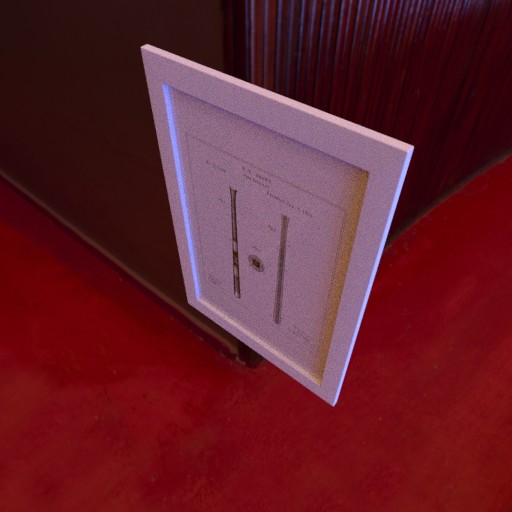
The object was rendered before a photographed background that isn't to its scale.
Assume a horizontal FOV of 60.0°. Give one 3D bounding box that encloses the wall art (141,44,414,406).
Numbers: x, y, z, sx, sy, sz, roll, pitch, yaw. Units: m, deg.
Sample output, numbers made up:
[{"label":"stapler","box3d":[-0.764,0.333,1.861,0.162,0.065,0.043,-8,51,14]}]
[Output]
[{"label":"wall art","box3d":[0.000,0.000,0.610,0.329,0.482,0.011,31,54,25]}]
